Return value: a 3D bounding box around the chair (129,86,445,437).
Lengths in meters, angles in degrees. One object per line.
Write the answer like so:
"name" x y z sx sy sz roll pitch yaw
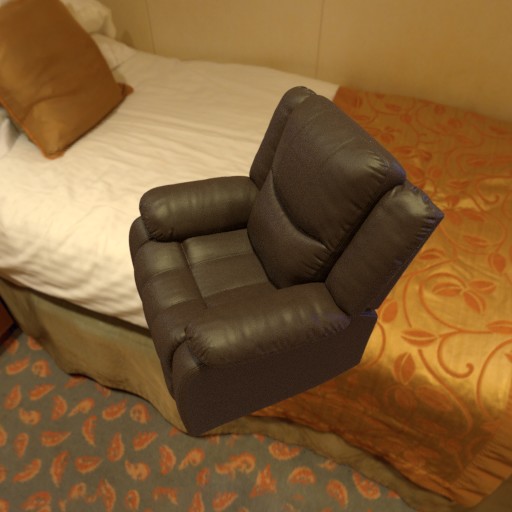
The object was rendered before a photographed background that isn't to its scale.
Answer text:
"chair" 0.000 0.000 1.731 0.934 1.009 0.899 -17 49 -16
